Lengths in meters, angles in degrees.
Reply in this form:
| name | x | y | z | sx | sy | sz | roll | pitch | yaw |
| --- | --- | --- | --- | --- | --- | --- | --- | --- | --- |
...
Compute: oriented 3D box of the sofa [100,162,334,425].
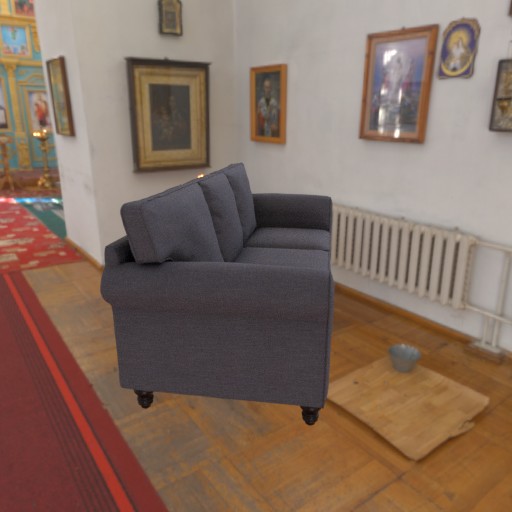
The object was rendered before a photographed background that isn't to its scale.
| name | x | y | z | sx | sy | sz | roll | pitch | yaw |
| --- | --- | --- | --- | --- | --- | --- | --- | --- | --- |
| sofa | 0.000 | 0.000 | 2.672 | 0.909 | 0.966 | 2.084 | 3 | 16 | 9 |
